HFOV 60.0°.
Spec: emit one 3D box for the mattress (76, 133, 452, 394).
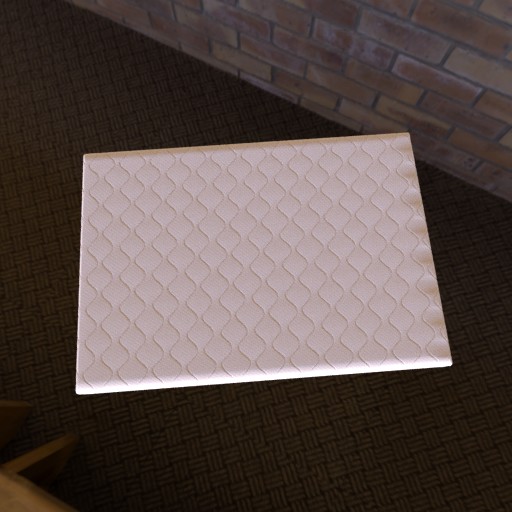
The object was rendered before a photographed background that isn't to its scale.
[{"bbox_3d":[0.000,0.000,2.586,2.000,0.200,1.400,-4,75,-1],"label":"mattress"}]
